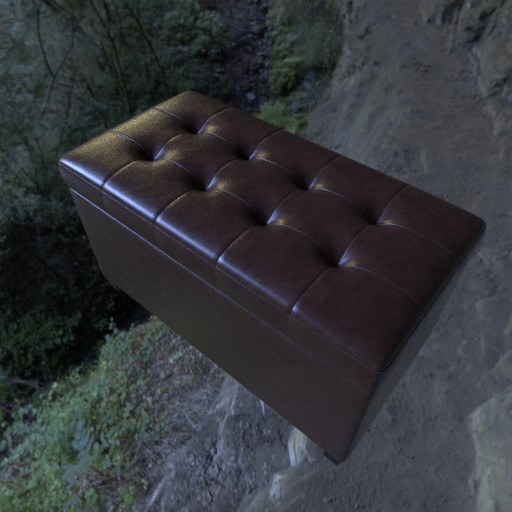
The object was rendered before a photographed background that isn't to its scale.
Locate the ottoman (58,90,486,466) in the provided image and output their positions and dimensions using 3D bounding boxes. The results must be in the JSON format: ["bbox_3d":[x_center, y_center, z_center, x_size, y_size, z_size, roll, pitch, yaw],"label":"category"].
[{"bbox_3d":[0.000,0.000,1.083,0.838,0.470,0.432,32,55,26],"label":"ottoman"}]
